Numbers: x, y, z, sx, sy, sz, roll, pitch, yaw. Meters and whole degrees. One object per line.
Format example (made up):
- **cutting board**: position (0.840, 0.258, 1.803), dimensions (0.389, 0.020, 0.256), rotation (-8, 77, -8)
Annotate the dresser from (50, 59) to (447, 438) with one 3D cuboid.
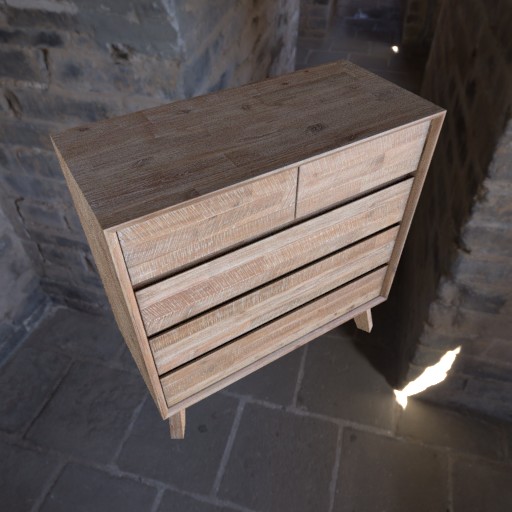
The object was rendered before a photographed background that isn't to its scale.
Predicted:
- **dresser**: position (0.000, 0.000, 1.573), dimensions (0.998, 1.029, 0.455), rotation (-23, 49, -22)
